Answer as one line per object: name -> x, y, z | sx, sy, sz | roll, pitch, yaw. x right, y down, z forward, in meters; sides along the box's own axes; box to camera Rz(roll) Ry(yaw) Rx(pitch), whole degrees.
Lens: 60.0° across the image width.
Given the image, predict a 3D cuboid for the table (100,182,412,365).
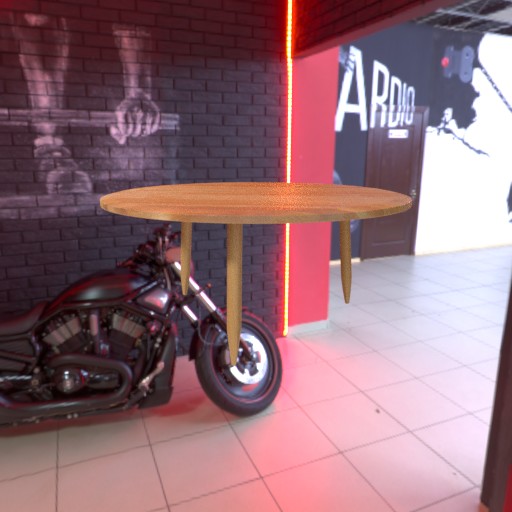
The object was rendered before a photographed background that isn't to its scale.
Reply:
table -> 0.000, 0.000, 1.395 | 0.900, 0.400, 0.900 | 0, 13, 0
